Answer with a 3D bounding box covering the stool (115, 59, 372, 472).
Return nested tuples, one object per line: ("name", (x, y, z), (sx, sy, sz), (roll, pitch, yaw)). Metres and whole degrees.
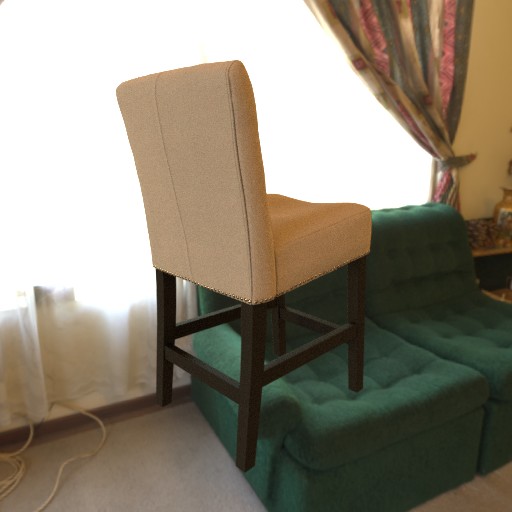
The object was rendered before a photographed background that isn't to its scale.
("stool", (0.000, 0.000, 1.195), (0.571, 0.885, 0.427), (-14, 20, -42))
